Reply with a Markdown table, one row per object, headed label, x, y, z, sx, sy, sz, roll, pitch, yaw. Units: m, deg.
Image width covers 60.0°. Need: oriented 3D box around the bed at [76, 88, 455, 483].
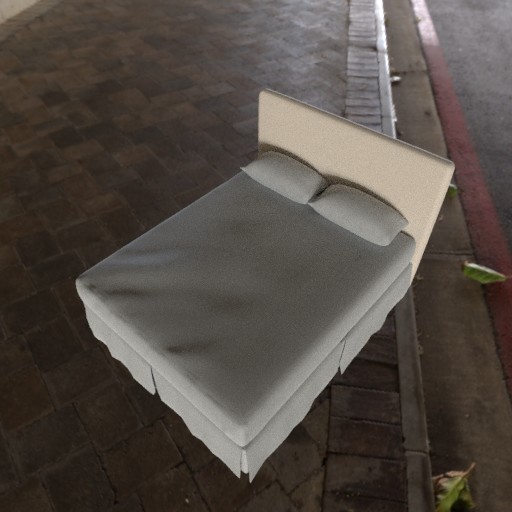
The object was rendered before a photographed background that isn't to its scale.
| label | x | y | z | sx | sy | sz | roll | pitch | yaw |
| --- | --- | --- | --- | --- | --- | --- | --- | --- | --- |
| bed | 0.000 | 0.000 | 3.234 | 1.748 | 1.330 | 2.142 | 33 | 54 | 28 |
